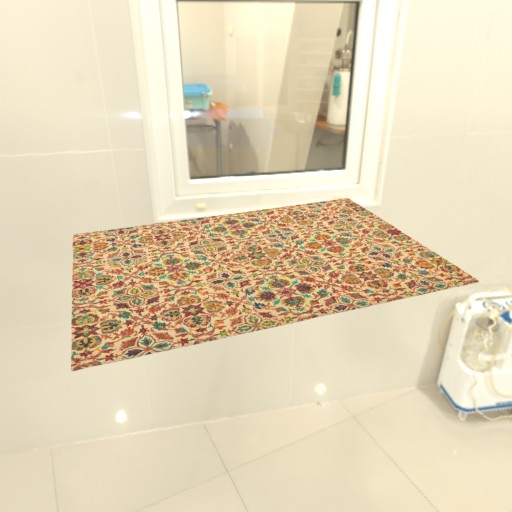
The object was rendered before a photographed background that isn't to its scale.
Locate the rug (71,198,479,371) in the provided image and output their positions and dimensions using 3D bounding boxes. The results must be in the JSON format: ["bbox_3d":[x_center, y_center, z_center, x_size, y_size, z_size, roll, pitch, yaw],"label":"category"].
[{"bbox_3d":[0.000,0.000,2.358,1.838,0.013,1.226,-9,29,-17],"label":"rug"}]
